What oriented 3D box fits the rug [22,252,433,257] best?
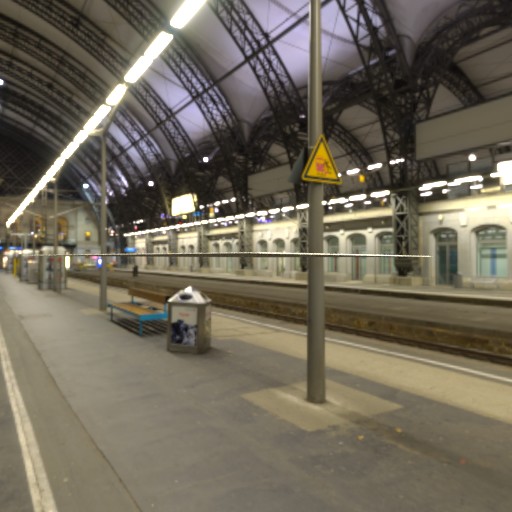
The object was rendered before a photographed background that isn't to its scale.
[{"bbox_3d":[0.000,0.000,2.126,1.190,0.003,1.634,0,-1,37],"label":"rug"}]
